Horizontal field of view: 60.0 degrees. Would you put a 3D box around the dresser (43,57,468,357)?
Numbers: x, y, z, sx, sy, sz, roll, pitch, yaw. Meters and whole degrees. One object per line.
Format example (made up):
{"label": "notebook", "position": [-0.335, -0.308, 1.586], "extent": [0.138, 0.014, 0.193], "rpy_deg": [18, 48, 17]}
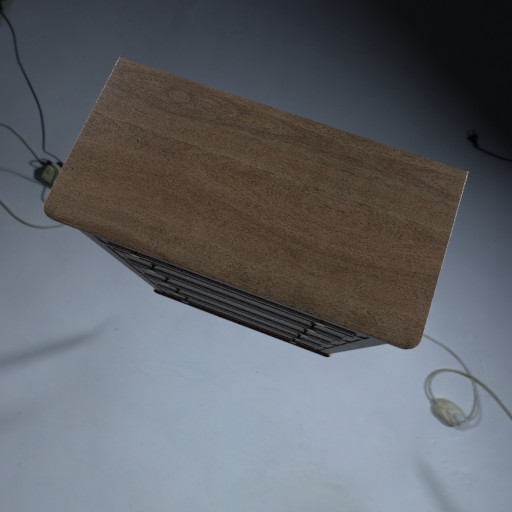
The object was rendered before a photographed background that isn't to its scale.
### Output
{"label": "dresser", "position": [0.000, 0.000, 1.753], "extent": [0.973, 1.318, 0.484], "rpy_deg": [20, 77, 5]}
